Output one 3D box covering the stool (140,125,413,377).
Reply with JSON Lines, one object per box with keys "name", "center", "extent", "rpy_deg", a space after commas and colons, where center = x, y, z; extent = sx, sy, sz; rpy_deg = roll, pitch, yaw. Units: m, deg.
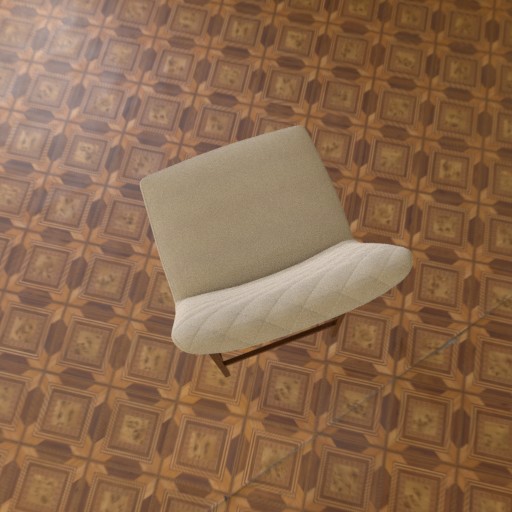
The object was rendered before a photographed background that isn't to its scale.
{"name": "stool", "center": [0.000, 0.000, 1.303], "extent": [0.507, 0.973, 0.576], "rpy_deg": [-19, 76, -5]}
